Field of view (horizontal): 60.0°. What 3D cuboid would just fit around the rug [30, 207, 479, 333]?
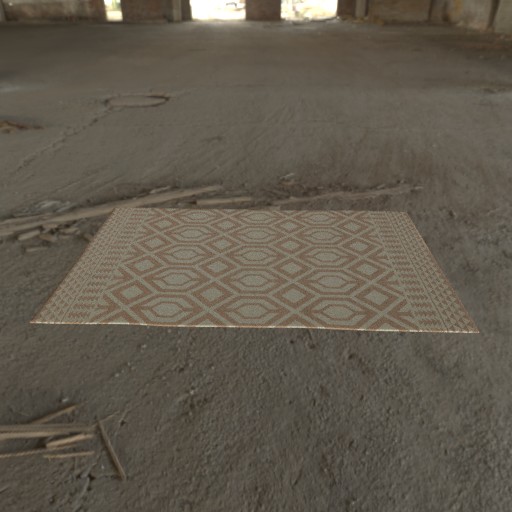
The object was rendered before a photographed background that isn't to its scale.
[{"bbox_3d":[0.000,0.000,3.050,2.435,0.011,1.526,1,31,2],"label":"rug"}]
